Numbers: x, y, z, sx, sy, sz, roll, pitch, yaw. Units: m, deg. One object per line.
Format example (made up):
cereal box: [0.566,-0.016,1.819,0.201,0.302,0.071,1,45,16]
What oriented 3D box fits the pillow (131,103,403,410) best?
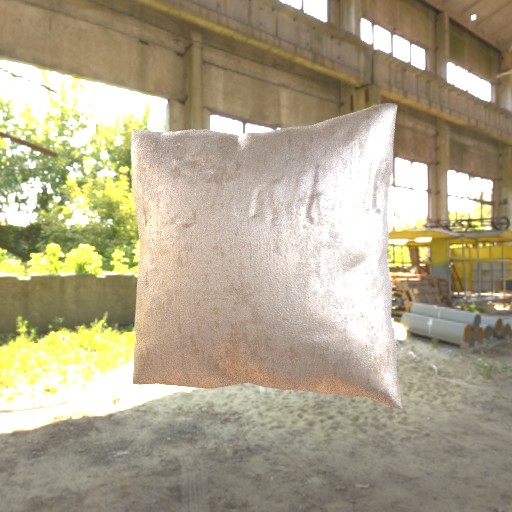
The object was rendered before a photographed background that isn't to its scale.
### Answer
pillow: [0.000,0.000,0.720,0.450,0.448,0.245,0,-1,18]
